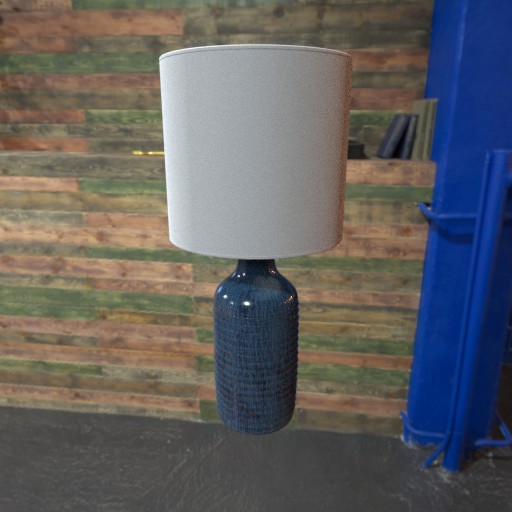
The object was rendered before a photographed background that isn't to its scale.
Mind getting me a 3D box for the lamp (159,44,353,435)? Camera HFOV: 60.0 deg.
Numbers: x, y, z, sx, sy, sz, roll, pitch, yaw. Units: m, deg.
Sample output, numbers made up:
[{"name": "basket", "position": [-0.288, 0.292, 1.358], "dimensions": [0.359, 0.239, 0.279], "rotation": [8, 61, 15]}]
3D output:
[{"name": "lamp", "position": [0.000, 0.000, 0.584], "dimensions": [0.220, 0.475, 0.220], "rotation": [2, 17, 8]}]
